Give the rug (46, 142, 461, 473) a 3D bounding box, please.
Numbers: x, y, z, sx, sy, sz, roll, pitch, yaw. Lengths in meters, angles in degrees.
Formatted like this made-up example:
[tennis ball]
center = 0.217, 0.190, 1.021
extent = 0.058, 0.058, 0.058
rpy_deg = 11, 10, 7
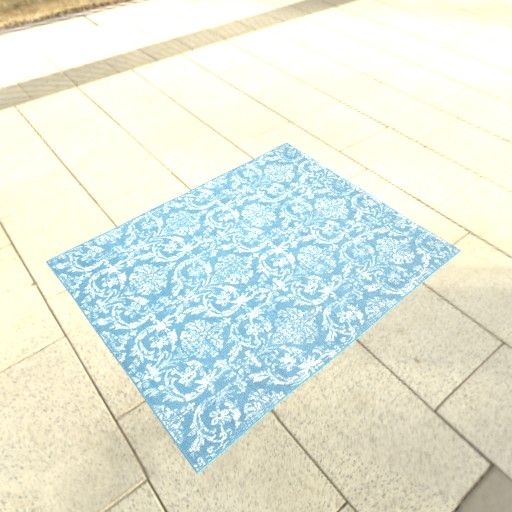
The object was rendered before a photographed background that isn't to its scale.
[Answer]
[rug]
center = 0.000, 0.000, 4.048
extent = 2.980, 0.012, 2.363
rpy_deg = -32, 55, -26
